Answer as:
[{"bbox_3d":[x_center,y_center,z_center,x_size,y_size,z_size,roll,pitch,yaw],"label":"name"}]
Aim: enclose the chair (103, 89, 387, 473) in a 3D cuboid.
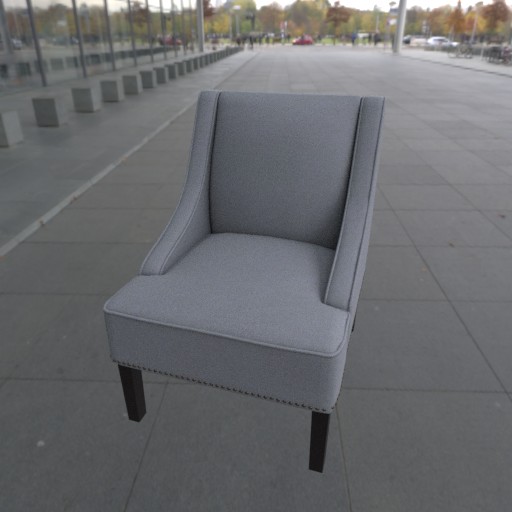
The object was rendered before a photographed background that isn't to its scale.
[{"bbox_3d":[0.000,0.000,1.346,0.631,0.867,0.747,8,28,16],"label":"chair"}]
